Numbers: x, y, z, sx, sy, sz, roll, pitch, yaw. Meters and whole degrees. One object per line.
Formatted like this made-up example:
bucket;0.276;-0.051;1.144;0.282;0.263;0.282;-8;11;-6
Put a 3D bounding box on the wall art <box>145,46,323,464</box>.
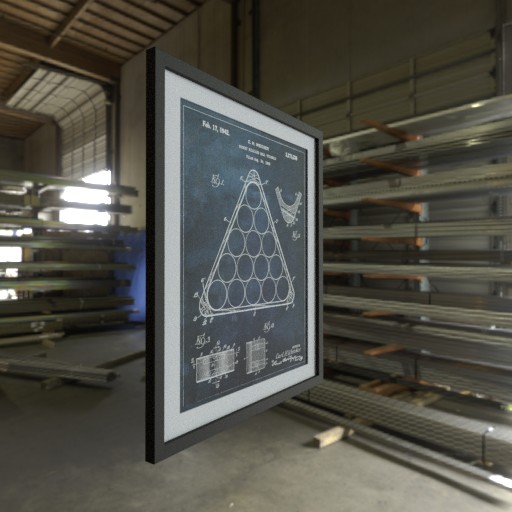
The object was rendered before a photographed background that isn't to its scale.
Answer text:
wall art;0.000;0.000;1.228;0.028;0.863;0.755;0;-1;36
